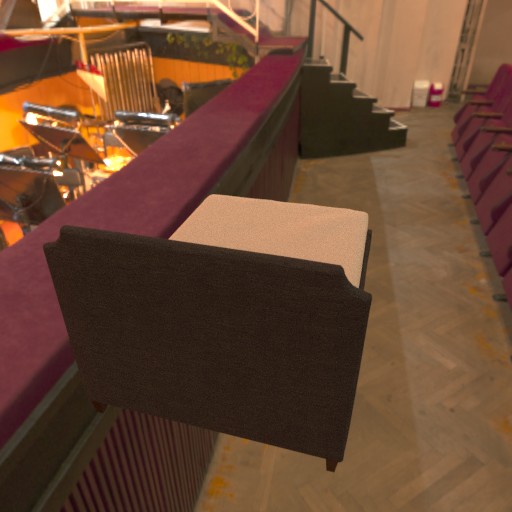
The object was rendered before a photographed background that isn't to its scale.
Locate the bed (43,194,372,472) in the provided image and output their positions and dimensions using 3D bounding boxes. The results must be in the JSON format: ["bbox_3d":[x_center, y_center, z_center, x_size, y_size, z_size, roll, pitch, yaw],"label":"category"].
[{"bbox_3d":[0.000,0.000,3.396,1.713,1.443,2.372,8,32,14],"label":"bed"}]
